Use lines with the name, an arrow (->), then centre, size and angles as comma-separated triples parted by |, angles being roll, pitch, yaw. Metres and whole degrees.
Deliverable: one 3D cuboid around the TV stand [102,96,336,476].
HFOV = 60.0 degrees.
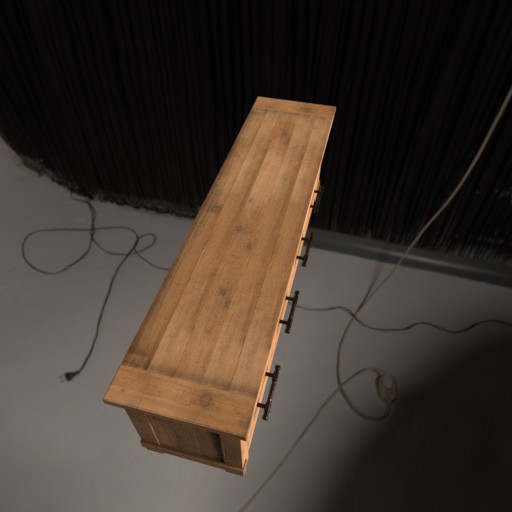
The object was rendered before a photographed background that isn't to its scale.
TV stand -> 0.000, 0.000, 2.040 | 0.453, 0.573, 1.804 | 11, 49, 10
